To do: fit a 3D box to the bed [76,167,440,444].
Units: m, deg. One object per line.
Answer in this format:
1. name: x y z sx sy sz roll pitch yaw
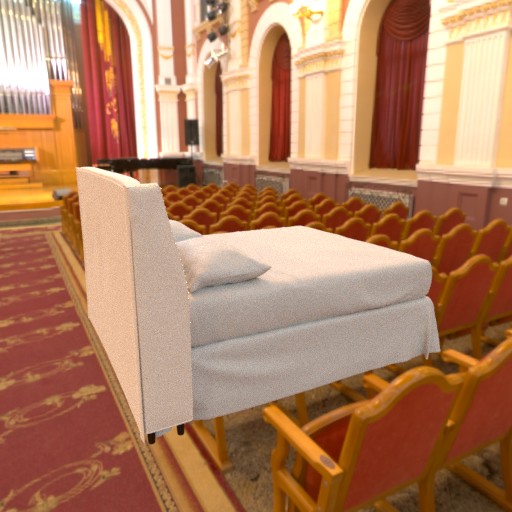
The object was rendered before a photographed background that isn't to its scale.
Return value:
1. bed: 0.000 0.000 3.374 2.276 1.332 1.925 -7 16 -27
